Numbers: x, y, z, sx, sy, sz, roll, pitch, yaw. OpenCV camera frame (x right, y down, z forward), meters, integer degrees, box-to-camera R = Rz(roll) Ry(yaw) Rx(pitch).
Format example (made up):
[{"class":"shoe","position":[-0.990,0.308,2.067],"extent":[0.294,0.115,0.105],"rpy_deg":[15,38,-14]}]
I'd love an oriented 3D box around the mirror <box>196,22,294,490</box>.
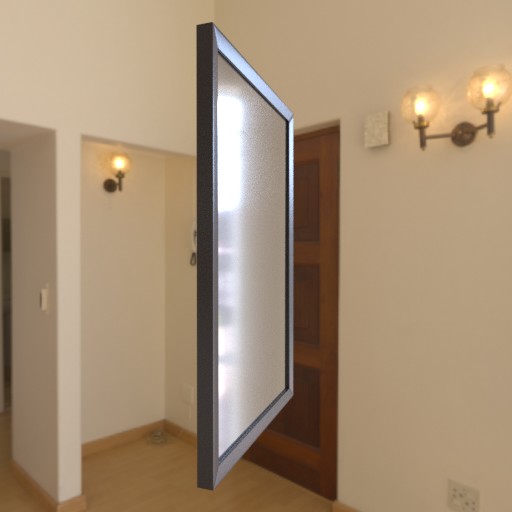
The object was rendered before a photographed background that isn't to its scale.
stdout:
[{"class":"mirror","position":[0.000,0.000,1.157],"extent":[0.040,0.915,0.609],"rpy_deg":[0,1,20]}]
